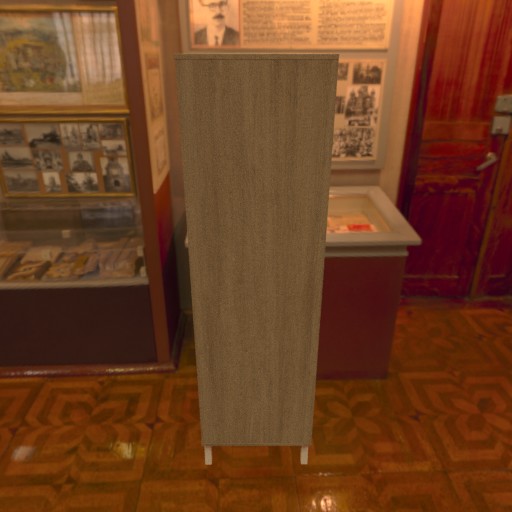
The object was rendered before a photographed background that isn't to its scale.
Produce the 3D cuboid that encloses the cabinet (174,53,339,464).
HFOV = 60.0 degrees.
[{"bbox_3d":[0.000,0.000,2.404,0.571,1.999,1.006,0,25,0],"label":"cabinet"}]
